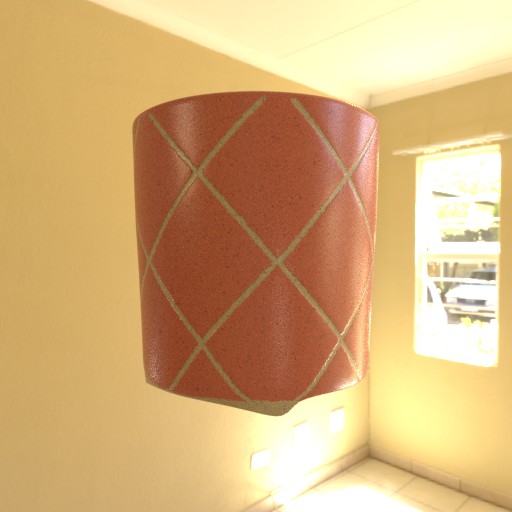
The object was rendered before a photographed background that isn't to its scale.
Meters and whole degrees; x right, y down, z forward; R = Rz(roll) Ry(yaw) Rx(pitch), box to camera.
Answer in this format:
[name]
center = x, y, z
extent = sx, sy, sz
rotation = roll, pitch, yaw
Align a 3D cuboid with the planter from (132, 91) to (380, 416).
[planter]
center = 0.000, 0.000, 0.424
extent = 0.227, 0.235, 0.227
rotation = 0, 1, 0
